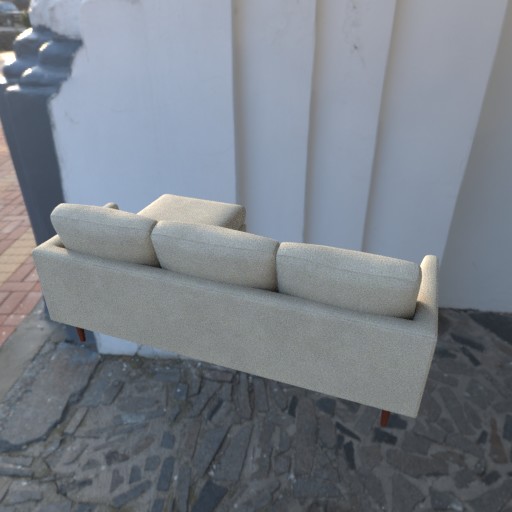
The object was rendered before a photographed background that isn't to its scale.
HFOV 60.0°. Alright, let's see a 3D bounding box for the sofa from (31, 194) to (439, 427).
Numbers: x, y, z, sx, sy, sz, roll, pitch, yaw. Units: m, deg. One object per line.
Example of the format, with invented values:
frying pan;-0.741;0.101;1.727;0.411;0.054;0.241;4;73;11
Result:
sofa;0.000;0.000;2.939;2.233;0.956;1.504;10;32;17
